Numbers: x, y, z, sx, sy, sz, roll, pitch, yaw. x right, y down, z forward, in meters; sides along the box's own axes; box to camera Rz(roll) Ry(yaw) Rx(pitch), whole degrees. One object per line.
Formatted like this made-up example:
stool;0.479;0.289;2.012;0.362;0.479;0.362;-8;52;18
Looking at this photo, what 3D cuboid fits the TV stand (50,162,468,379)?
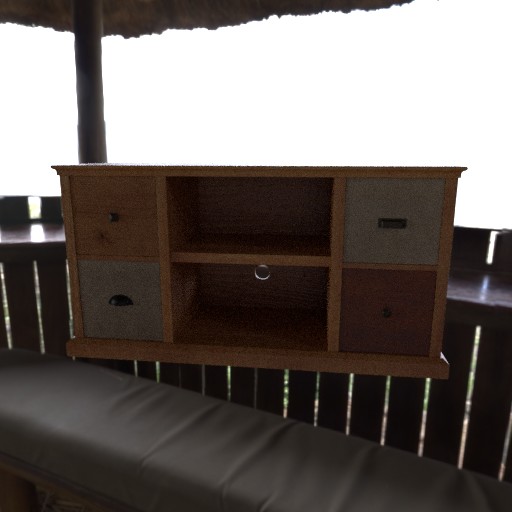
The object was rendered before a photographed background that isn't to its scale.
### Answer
TV stand;0.000;0.000;1.498;1.181;0.607;0.417;2;13;7
